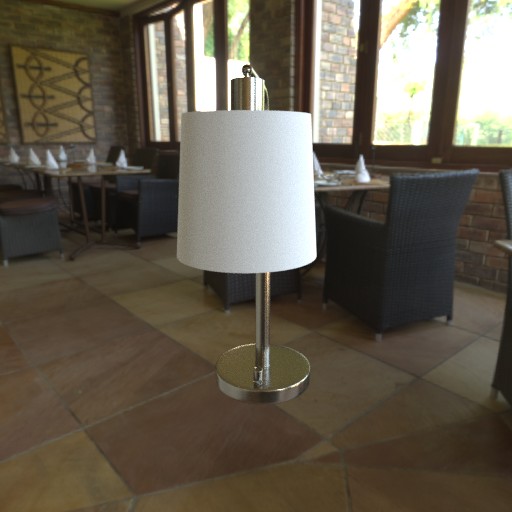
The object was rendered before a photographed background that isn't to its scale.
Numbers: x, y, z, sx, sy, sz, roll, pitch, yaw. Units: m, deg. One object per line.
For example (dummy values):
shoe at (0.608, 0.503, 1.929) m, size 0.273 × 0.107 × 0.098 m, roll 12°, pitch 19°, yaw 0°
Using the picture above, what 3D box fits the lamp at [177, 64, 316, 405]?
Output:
lamp at (0.000, 0.000, 0.634) m, size 0.171 × 0.489 × 0.333 m, roll 2°, pitch 15°, yaw 8°
